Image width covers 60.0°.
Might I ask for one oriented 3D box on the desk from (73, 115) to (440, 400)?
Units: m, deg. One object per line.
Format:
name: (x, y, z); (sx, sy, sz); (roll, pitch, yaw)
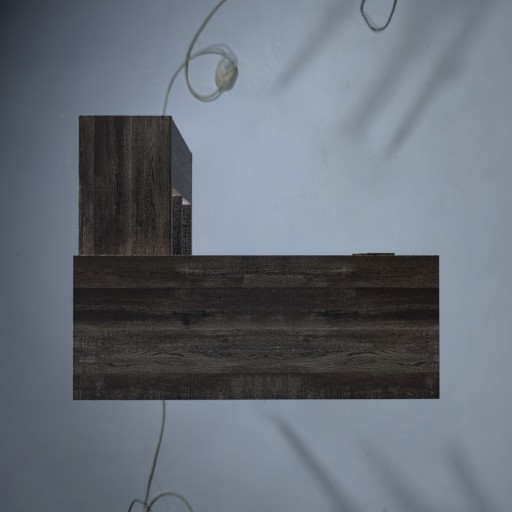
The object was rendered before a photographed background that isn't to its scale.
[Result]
desk: (0.000, 0.000, 2.221); (1.524, 0.753, 1.200); (0, 90, -1)
